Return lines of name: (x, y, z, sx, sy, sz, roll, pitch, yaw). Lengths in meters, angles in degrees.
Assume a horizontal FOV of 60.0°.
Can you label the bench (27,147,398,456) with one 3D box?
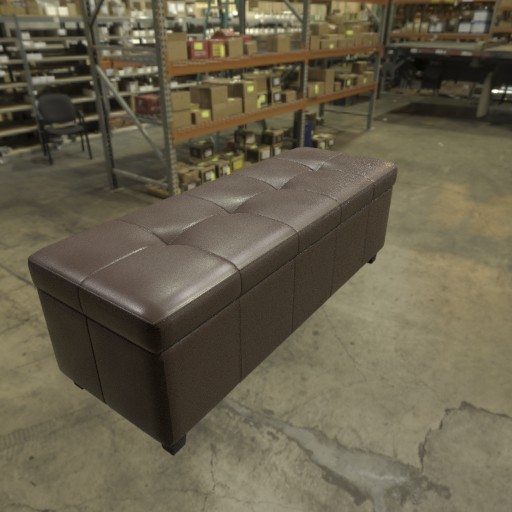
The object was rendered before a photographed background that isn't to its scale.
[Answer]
bench: (0.000, 0.000, 1.414, 0.450, 0.417, 1.219, 19, 34, 31)
